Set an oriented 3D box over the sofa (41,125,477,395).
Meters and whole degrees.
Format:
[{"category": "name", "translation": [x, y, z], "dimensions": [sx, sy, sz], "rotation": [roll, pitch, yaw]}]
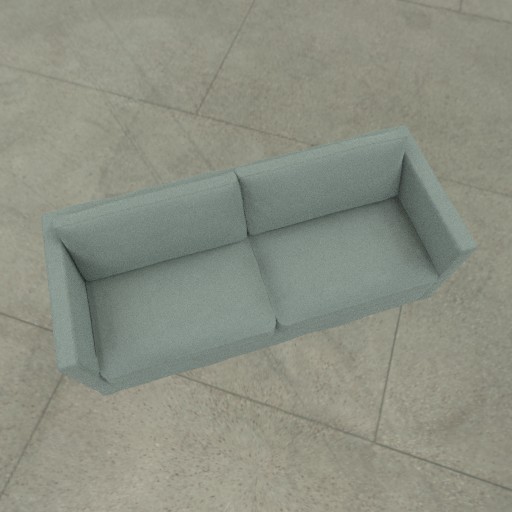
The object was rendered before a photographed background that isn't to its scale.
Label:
[{"category": "sofa", "translation": [0.000, 0.000, 2.723], "dimensions": [2.312, 0.853, 0.962], "rotation": [-15, 65, -7]}]
